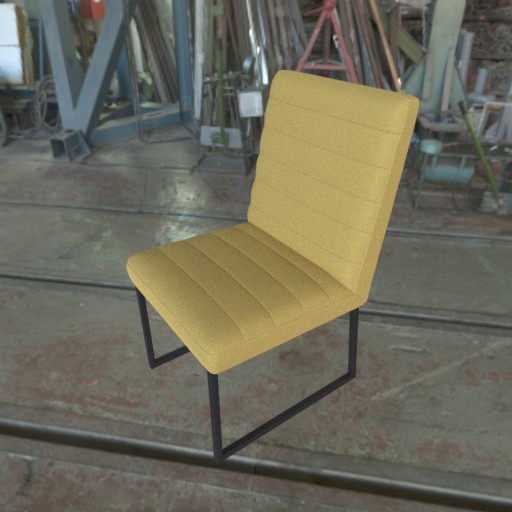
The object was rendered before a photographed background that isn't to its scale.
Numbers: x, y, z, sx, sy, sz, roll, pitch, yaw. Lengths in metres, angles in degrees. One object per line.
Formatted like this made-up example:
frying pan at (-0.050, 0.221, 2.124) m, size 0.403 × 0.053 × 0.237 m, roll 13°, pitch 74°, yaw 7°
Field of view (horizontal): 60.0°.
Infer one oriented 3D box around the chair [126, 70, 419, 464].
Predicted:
chair at (0.000, 0.000, 1.312) m, size 0.634 × 0.930 × 0.520 m, roll -21°, pitch 37°, yaw -30°
